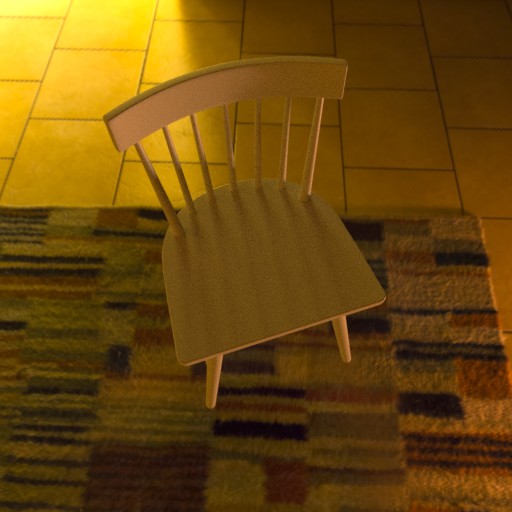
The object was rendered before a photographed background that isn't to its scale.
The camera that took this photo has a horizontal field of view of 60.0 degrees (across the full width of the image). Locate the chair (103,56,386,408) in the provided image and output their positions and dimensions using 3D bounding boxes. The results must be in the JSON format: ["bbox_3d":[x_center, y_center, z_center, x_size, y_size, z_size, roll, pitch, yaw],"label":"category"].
[{"bbox_3d":[0.000,0.000,1.101,0.483,0.787,0.500,-16,64,-8],"label":"chair"}]
